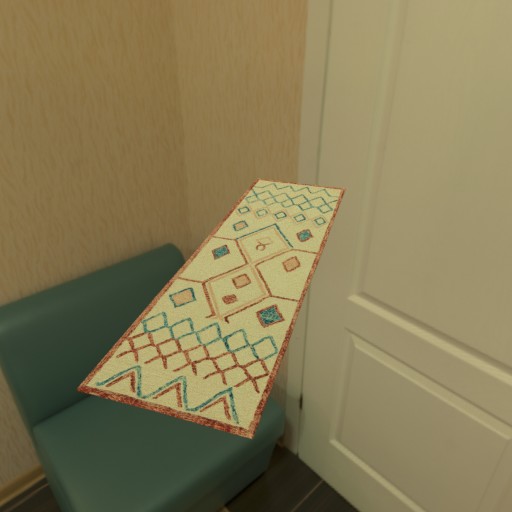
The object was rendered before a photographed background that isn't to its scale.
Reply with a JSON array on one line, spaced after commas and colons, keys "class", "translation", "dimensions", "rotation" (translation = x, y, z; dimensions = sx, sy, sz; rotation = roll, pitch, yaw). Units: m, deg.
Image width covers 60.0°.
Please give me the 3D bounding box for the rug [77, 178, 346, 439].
[{"class": "rug", "translation": [0.000, 0.000, 2.686], "dimensions": [0.750, 0.011, 2.435], "rotation": [9, 32, 15]}]
